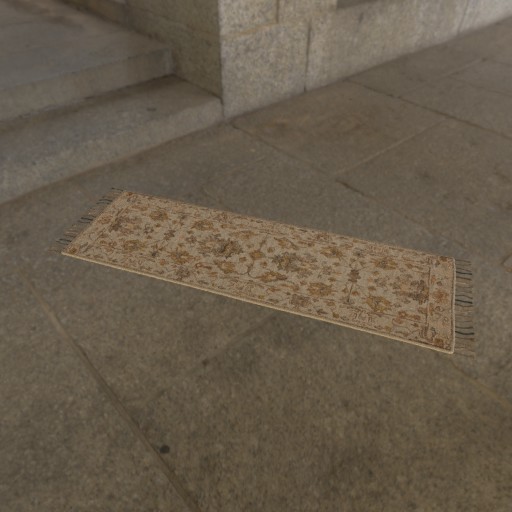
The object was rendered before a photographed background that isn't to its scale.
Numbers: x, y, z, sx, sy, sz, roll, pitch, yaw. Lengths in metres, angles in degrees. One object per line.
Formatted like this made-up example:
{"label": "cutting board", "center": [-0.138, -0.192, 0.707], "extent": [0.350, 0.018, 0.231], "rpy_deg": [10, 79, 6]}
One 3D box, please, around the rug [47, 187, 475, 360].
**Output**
{"label": "rug", "center": [0.000, 0.000, 2.638], "extent": [2.438, 0.021, 0.729], "rpy_deg": [13, 43, 14]}
